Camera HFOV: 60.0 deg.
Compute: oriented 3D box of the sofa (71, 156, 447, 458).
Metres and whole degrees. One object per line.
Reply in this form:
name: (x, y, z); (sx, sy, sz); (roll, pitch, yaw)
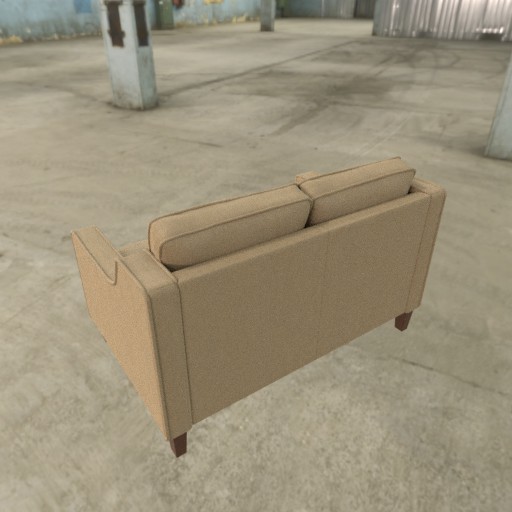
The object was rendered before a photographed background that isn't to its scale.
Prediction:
sofa: (0.000, 0.000, 2.212); (1.501, 0.971, 0.987); (-19, 35, -30)
